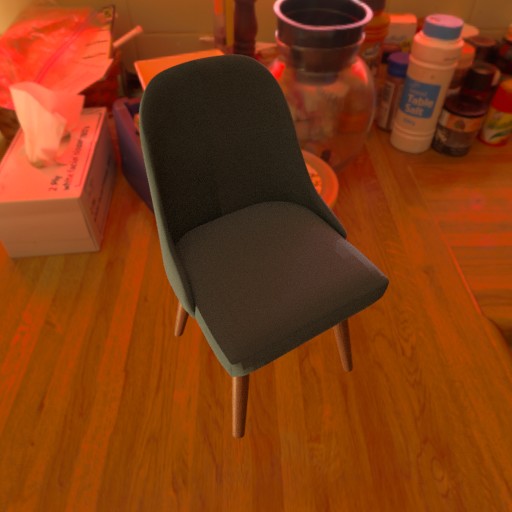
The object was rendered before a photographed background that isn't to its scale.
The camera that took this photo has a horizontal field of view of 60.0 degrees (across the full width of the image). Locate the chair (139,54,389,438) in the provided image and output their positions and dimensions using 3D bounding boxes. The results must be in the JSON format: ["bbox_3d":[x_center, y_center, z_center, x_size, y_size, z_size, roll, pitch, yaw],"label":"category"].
[{"bbox_3d":[0.000,0.000,1.239,0.503,0.882,0.589,-24,51,-21],"label":"chair"}]
